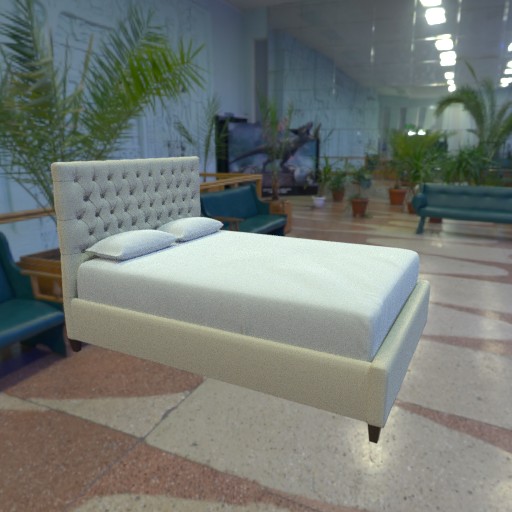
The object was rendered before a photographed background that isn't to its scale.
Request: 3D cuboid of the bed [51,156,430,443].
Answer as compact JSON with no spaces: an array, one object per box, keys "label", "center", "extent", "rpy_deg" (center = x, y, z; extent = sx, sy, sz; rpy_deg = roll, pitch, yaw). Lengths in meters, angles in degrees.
[{"label":"bed","center":[0.000,0.000,3.410],"extent":[2.387,1.427,1.698],"rpy_deg":[7,16,27]}]
